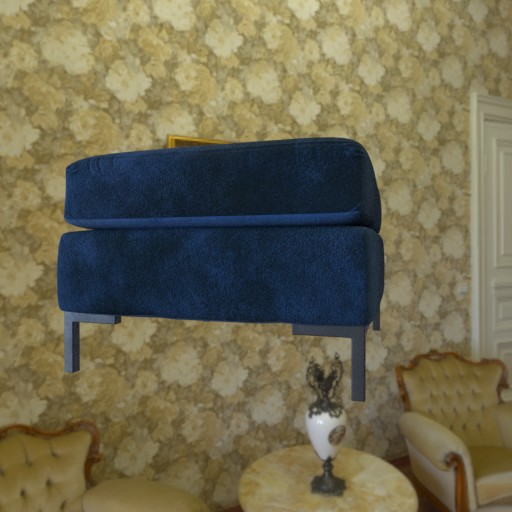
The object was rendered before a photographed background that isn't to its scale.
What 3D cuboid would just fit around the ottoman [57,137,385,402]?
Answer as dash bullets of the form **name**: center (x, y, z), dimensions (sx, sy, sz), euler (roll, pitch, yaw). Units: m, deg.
- **ottoman**: center (0.000, 0.000, 1.191), dimensions (0.655, 0.485, 0.794), euler (0, 1, 18)
